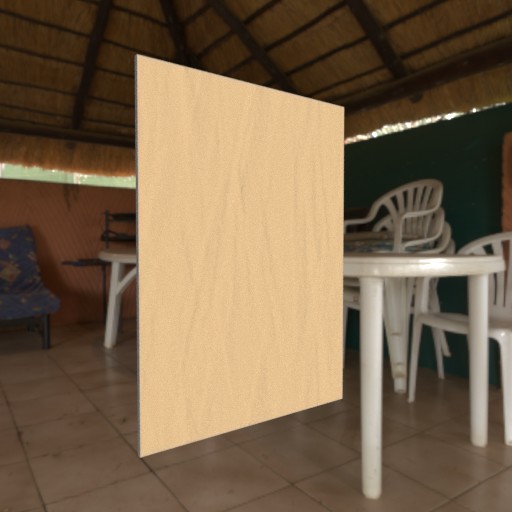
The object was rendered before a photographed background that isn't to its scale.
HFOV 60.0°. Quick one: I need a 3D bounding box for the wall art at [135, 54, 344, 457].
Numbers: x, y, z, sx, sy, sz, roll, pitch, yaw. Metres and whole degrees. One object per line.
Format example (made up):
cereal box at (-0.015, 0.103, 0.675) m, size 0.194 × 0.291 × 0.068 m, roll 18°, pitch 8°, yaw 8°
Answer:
wall art at (0.000, 0.000, 1.467) m, size 0.810 × 1.116 × 0.016 m, roll -1°, pitch 2°, yaw -36°
